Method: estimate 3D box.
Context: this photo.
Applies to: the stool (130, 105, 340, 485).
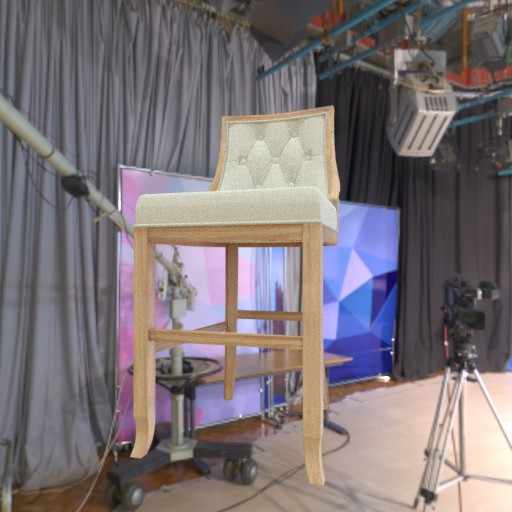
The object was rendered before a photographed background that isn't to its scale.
[{"bbox_3d":[0.000,0.000,1.430,0.524,1.101,0.626,0,0,17],"label":"stool"}]
